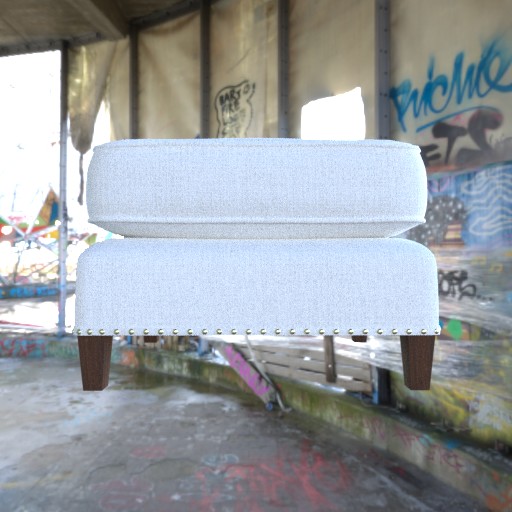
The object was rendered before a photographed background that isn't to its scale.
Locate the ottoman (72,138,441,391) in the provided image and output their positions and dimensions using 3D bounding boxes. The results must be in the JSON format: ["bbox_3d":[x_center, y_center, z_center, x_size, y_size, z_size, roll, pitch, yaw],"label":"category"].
[{"bbox_3d":[0.000,0.000,1.158,0.738,0.537,0.589,0,0,0],"label":"ottoman"}]
